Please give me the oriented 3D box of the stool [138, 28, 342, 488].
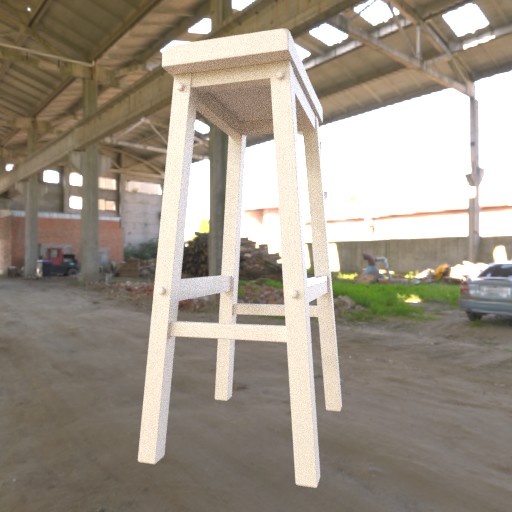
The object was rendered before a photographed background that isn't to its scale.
[{"bbox_3d":[0.000,0.000,0.946,0.322,0.742,0.406,0,-1,16],"label":"stool"}]
